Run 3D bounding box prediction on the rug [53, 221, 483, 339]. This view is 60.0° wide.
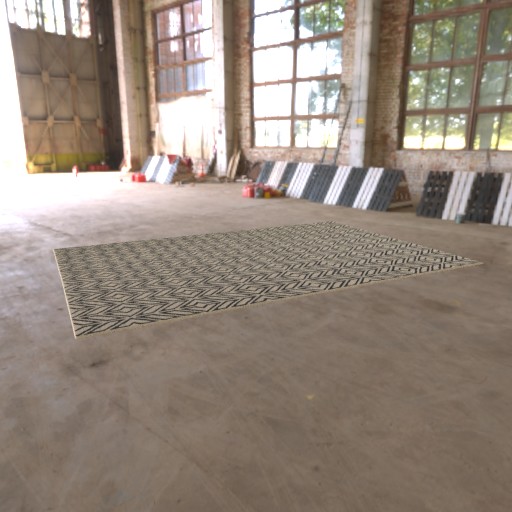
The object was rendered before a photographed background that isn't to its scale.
[{"bbox_3d":[0.000,0.000,2.253,1.828,0.007,1.220,-7,17,-26],"label":"rug"}]
